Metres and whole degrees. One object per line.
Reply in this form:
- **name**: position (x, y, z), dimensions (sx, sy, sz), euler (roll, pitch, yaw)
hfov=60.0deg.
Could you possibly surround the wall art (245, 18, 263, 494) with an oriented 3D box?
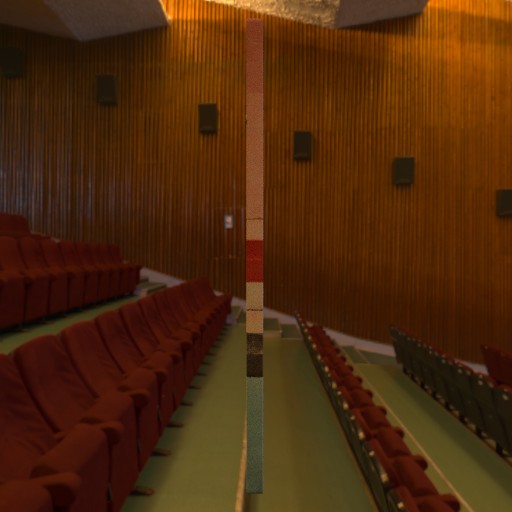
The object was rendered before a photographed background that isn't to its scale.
- **wall art**: position (0.000, 0.000, 1.328), dimensions (0.039, 1.016, 0.761), euler (0, 0, 1)
